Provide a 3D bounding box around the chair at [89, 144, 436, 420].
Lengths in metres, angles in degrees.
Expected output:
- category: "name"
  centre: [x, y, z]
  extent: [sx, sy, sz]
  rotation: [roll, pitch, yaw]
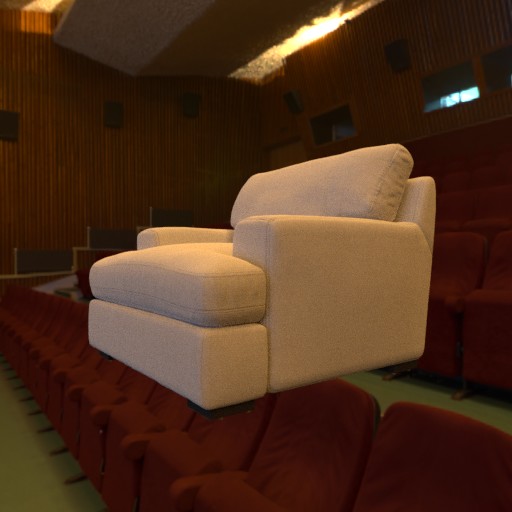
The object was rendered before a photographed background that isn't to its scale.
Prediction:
- category: "chair"
  centre: [0.000, 0.000, 1.968]
  extent: [1.158, 0.930, 1.140]
  rotation: [0, 0, -36]
